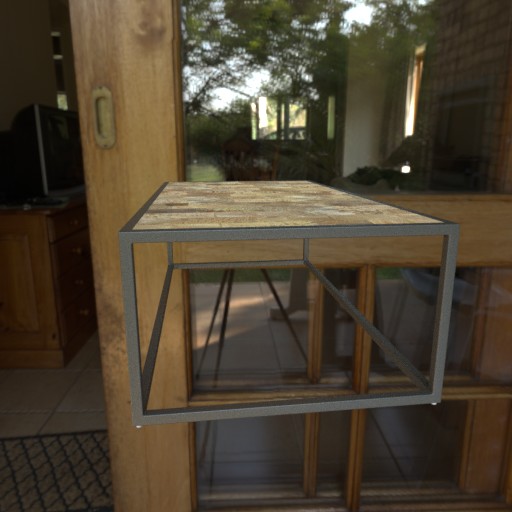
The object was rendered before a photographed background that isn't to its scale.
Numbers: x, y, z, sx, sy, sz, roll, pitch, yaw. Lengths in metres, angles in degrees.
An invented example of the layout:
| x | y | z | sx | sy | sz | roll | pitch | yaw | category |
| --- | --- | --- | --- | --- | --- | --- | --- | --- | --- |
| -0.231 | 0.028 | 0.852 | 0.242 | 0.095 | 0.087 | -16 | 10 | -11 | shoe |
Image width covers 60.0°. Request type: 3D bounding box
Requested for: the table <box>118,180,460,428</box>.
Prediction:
| x | y | z | sx | sy | sz | roll | pitch | yaw | category |
| --- | --- | --- | --- | --- | --- | --- | --- | --- | --- |
| 0.000 | 0.000 | 1.448 | 0.649 | 0.398 | 1.199 | -2 | 14 | -7 | table |
